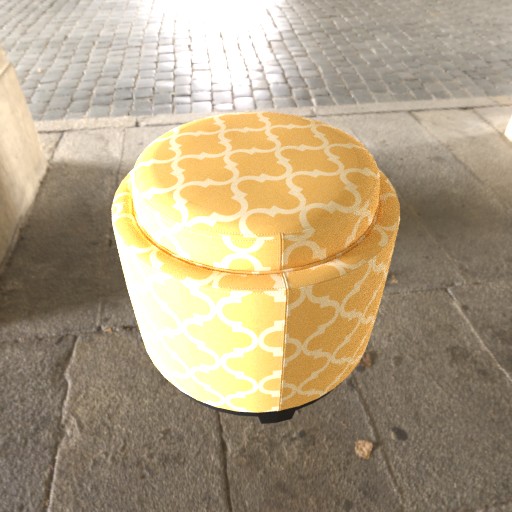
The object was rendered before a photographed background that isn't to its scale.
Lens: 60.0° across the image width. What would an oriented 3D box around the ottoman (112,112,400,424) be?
[{"bbox_3d":[0.000,0.000,0.838,0.480,0.429,0.480,0,41,0],"label":"ottoman"}]
